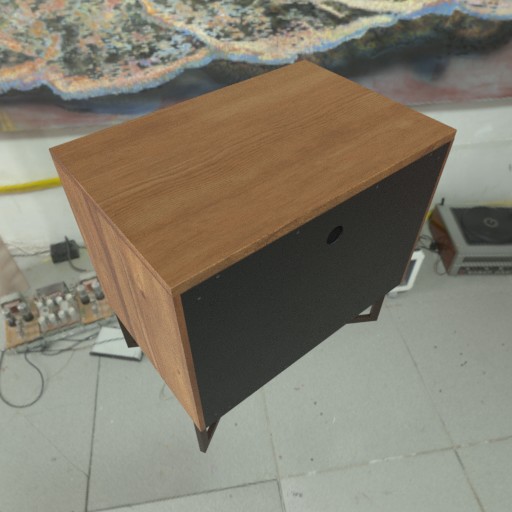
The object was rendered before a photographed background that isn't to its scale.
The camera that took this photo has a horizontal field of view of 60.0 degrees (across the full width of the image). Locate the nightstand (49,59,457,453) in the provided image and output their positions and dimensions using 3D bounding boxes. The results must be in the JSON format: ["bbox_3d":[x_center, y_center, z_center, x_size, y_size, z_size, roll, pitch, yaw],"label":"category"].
[{"bbox_3d":[0.000,0.000,1.020,0.613,0.615,0.427,-30,53,-26],"label":"nightstand"}]
